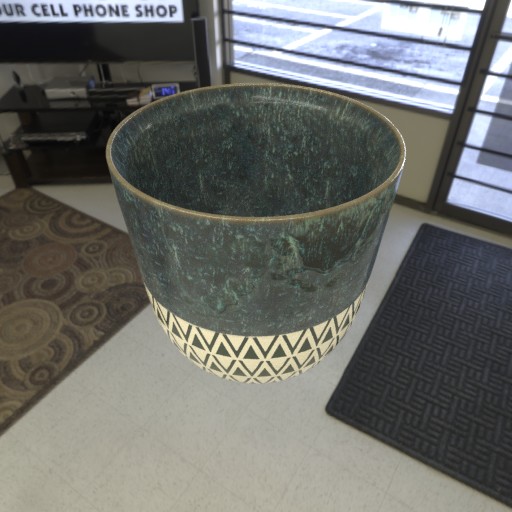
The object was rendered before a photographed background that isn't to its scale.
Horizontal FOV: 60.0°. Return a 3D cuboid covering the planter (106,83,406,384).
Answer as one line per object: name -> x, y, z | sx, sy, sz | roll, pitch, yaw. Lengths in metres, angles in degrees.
planter -> 0.000, 0.000, 0.365 | 0.195, 0.214, 0.195 | 0, 41, 0
